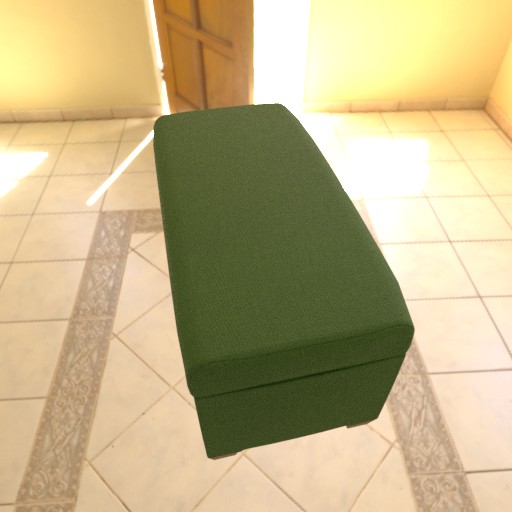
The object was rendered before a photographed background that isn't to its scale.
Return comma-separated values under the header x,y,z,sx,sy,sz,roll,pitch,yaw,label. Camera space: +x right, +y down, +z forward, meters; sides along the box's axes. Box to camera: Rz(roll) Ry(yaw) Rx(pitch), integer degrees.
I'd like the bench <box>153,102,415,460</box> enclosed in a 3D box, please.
x,y,z,sx,sy,sz,roll,pitch,yaw,label
0.000,0.000,1.332,0.505,0.501,0.989,-9,46,-9,bench
